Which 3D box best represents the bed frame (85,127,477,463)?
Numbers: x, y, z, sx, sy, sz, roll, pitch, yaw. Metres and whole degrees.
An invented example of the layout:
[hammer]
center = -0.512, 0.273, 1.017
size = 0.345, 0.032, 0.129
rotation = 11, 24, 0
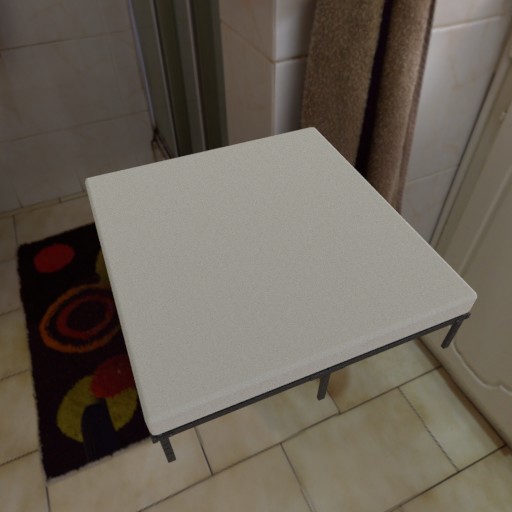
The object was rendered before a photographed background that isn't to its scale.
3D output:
[bed frame]
center = 0.000, 0.000, 4.011
size = 2.526, 0.680, 2.635
rotation = -17, 49, -16
